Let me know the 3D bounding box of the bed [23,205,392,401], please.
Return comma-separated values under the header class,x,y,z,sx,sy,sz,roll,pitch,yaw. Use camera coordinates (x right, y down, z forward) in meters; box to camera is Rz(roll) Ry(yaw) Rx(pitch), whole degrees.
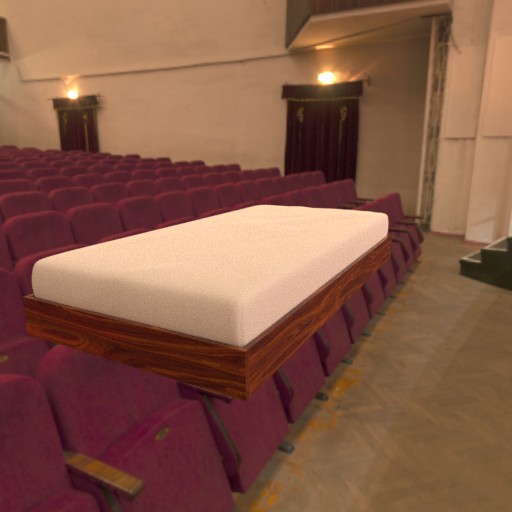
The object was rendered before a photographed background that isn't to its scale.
class,x,y,z,sx,sy,sz,roll,pitch,yaw
bed,0.000,0.000,2.201,0.940,0.312,1.860,7,16,27
